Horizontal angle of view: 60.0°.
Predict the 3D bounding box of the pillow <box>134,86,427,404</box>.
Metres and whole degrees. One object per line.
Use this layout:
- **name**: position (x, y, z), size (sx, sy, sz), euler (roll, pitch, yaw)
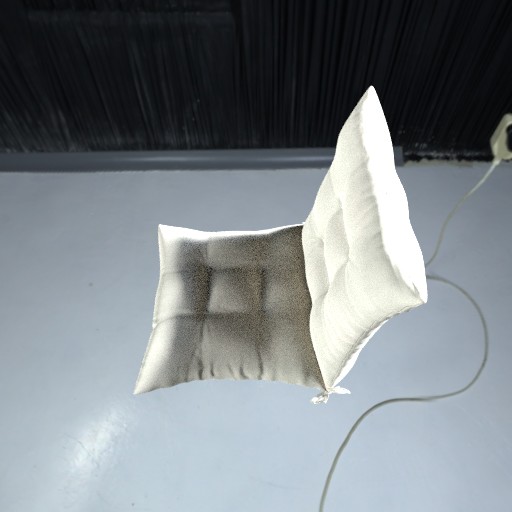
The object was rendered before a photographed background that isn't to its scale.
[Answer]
- **pillow**: position (0.000, 0.000, 1.008), size (0.585, 0.536, 0.541), euler (0, 58, 0)
